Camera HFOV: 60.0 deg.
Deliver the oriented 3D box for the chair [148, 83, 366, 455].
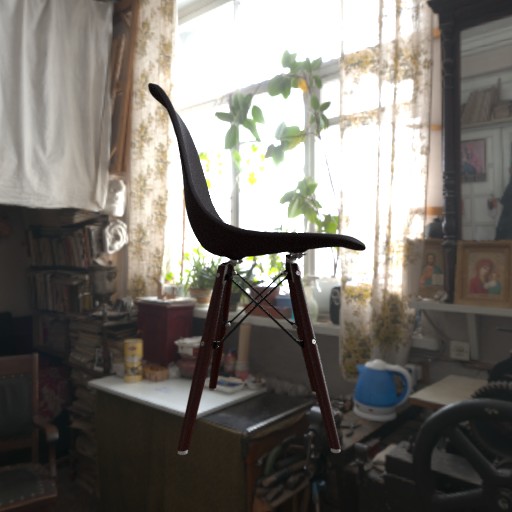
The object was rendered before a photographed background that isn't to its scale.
[{"bbox_3d":[0.000,0.000,1.131,0.533,0.826,0.470,0,1,1],"label":"chair"}]
